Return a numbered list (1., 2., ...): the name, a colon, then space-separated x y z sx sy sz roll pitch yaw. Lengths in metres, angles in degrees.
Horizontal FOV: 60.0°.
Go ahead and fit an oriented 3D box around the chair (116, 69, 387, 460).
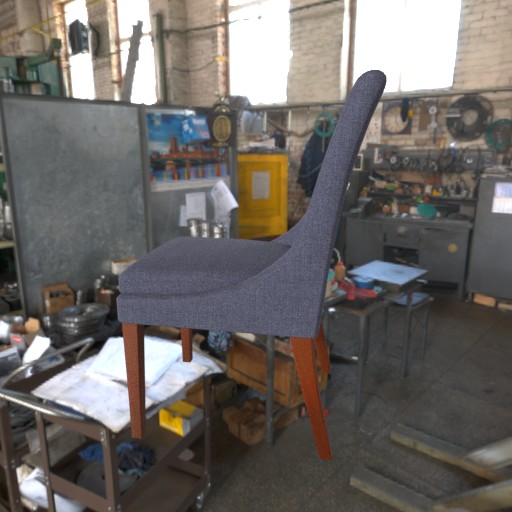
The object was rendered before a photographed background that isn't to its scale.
1. chair: 0.000 0.000 1.303 0.655 0.952 0.508 2 14 9
